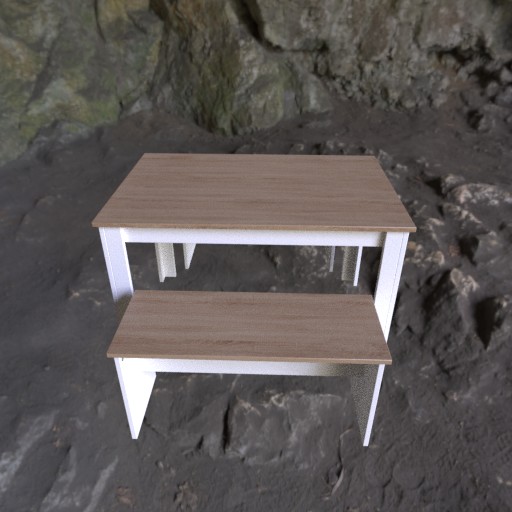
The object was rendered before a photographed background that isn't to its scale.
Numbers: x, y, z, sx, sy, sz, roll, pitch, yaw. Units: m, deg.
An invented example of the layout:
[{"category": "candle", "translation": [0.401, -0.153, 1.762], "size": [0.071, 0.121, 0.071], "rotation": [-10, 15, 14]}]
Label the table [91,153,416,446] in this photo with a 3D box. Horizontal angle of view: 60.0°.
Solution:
[{"category": "table", "translation": [0.000, 0.000, 1.996], "size": [1.100, 0.700, 1.443], "rotation": [1, 31, 2]}]
